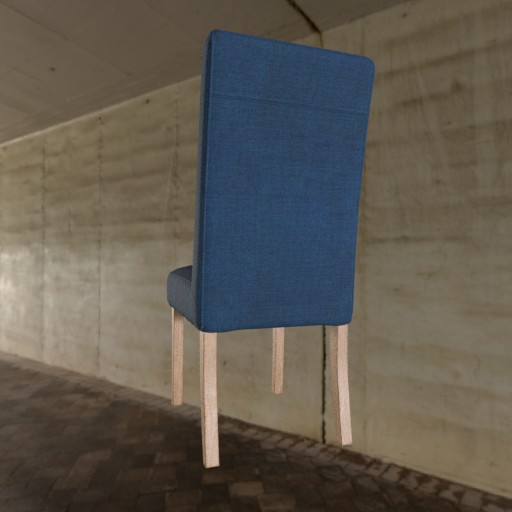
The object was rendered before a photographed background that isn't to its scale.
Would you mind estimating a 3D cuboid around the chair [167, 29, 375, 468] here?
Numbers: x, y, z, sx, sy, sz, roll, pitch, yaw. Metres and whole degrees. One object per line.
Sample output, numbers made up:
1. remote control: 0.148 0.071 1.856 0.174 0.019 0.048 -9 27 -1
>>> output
1. chair: 0.000 0.000 1.335 0.450 1.029 0.610 0 0 -20
